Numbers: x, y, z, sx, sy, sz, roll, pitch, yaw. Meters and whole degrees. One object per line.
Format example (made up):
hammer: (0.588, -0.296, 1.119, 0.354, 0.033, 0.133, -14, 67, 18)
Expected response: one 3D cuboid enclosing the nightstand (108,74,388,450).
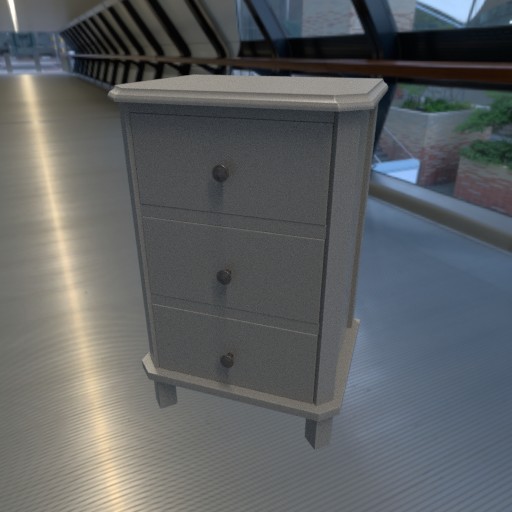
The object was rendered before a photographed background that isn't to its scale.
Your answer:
nightstand: (0.000, 0.000, 0.932, 0.435, 0.680, 0.348, 8, 27, 17)
